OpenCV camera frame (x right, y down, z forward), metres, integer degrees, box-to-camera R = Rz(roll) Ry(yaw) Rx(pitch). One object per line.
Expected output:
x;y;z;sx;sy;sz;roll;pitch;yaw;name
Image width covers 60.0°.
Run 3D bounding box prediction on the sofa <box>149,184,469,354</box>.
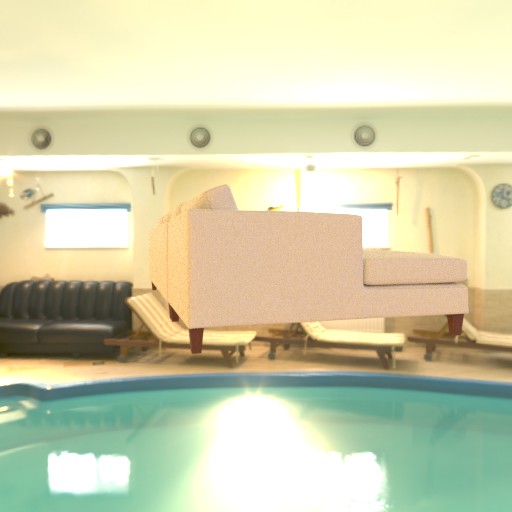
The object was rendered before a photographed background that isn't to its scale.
0.000;0.000;3.817;1.625;0.846;3.186;0;2;-17;sofa
